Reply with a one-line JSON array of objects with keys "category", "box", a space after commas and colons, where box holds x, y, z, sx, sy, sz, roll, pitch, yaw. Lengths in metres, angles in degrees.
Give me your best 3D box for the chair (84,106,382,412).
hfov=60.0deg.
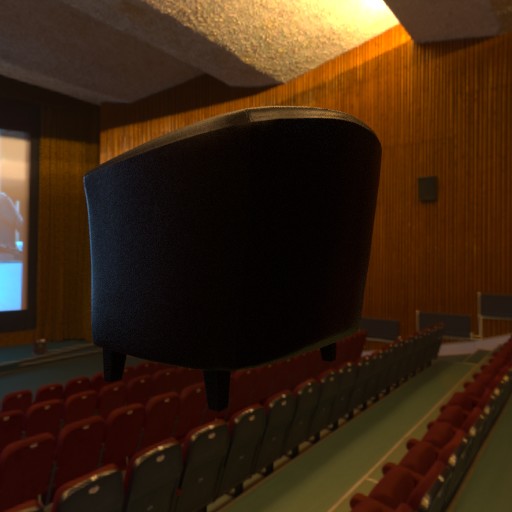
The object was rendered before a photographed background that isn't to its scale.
[{"category": "chair", "box": [0.000, 0.000, 1.411, 0.727, 0.756, 0.793, 0, 1, 36]}]
